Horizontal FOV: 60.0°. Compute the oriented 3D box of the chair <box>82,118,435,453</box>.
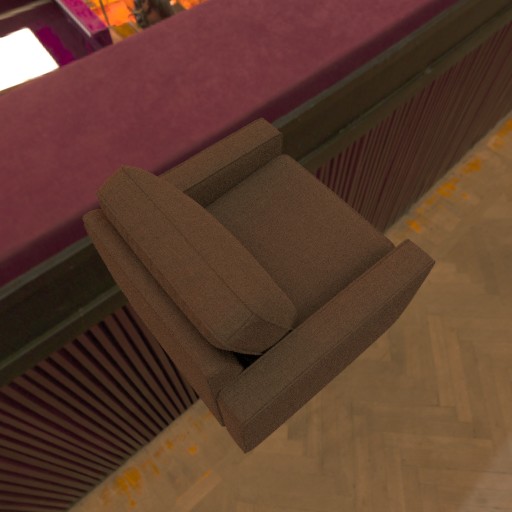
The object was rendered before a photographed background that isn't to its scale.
[{"bbox_3d":[0.000,0.000,1.756,0.940,0.919,1.017,-35,65,-19],"label":"chair"}]
